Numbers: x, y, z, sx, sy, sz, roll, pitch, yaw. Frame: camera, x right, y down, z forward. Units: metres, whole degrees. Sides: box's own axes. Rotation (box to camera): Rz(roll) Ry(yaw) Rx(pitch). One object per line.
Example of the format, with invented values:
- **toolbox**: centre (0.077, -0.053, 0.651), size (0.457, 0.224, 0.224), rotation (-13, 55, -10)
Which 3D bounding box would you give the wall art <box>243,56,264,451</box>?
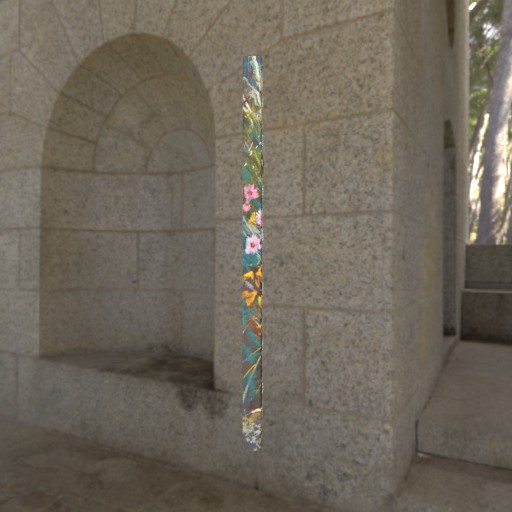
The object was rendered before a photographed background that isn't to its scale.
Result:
- **wall art**: centre (0.000, 0.000, 1.420), size (0.042, 0.760, 1.136), rotation (0, -1, 1)
